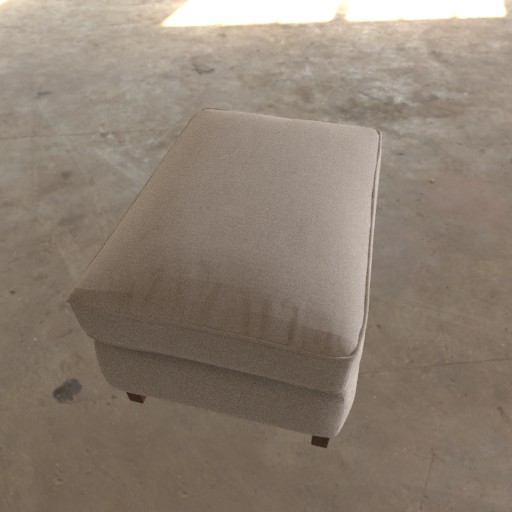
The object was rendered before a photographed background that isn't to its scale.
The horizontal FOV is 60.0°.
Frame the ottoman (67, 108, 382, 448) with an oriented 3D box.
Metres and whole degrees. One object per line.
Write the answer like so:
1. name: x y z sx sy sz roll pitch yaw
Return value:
1. ottoman: 0.000 0.000 0.984 0.501 0.456 0.665 10 46 10
